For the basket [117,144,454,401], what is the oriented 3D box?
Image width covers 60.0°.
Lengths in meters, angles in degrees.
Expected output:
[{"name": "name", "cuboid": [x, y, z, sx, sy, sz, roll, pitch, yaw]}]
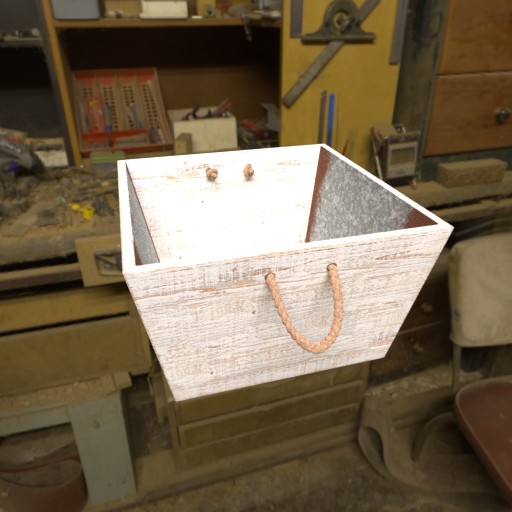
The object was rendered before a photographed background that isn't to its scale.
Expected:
[{"name": "basket", "cuboid": [0.000, 0.000, 0.754, 0.413, 0.247, 0.545, -8, 30, -14]}]
